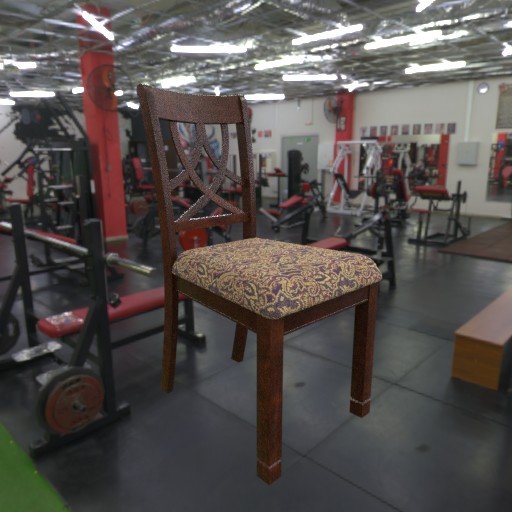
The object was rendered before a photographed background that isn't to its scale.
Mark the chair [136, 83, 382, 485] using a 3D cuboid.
[{"bbox_3d":[0.000,0.000,1.294,0.457,0.965,0.584,-13,18,-42],"label":"chair"}]
